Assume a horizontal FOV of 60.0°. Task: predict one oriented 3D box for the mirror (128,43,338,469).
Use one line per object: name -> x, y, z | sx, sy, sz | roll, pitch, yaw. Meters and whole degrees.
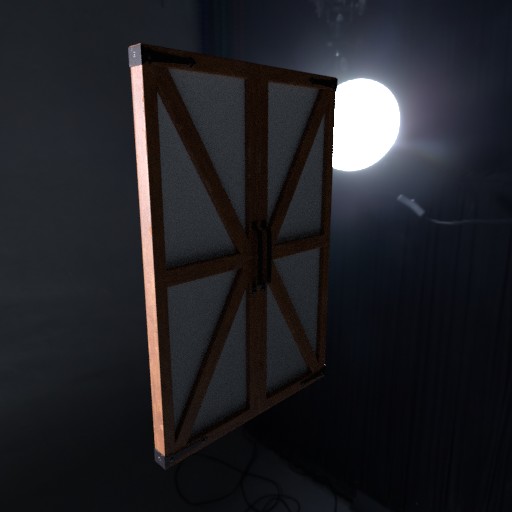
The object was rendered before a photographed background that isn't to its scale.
mirror -> 0.000, 0.000, 0.946 | 0.517, 0.761, 0.053 | -14, 20, -43
